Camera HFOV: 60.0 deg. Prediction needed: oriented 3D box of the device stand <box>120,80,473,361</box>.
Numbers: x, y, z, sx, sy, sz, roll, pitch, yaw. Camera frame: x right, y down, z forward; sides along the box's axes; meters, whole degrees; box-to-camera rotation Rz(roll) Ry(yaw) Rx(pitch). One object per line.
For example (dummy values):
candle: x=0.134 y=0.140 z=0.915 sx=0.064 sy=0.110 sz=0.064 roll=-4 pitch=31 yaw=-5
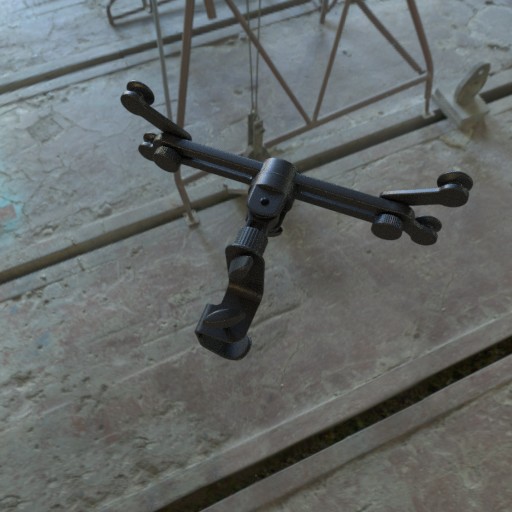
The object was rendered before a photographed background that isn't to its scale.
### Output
device stand: x=0.000 y=0.000 z=0.366 sx=0.270 sy=0.166 sz=0.142 roll=18 pitch=65 yaw=9
